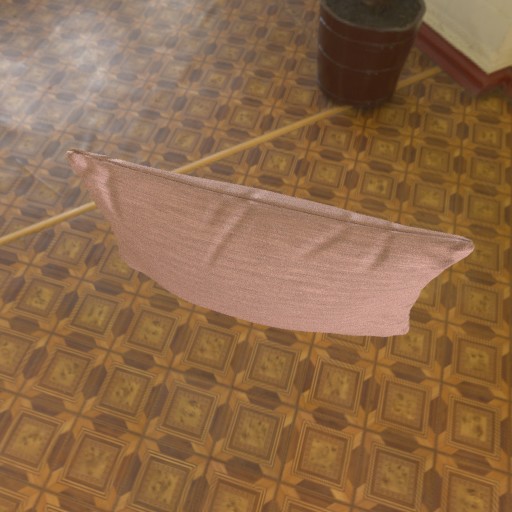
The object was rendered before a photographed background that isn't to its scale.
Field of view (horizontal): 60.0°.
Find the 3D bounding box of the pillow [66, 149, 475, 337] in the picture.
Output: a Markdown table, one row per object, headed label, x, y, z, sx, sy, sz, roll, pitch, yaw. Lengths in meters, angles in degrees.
| label | x | y | z | sx | sy | sz | roll | pitch | yaw |
| --- | --- | --- | --- | --- | --- | --- | --- | --- | --- |
| pillow | 0.000 | 0.000 | 0.795 | 0.633 | 0.338 | 0.210 | 14 | 61 | 8 |
